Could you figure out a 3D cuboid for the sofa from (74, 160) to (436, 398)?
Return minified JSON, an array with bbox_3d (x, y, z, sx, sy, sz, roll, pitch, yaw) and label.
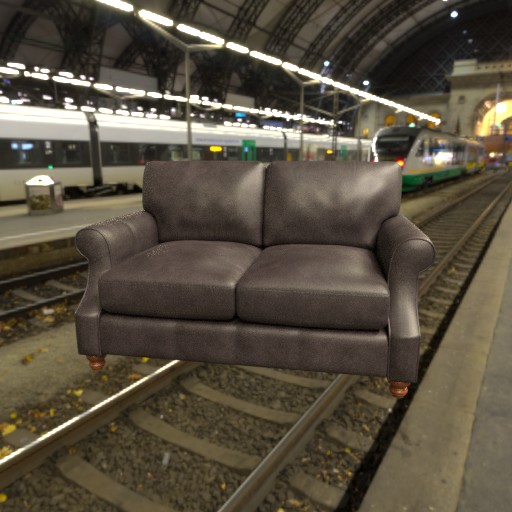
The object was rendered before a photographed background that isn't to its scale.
[{"bbox_3d":[0.000,0.000,2.344,1.663,0.979,1.030,2,13,10],"label":"sofa"}]
